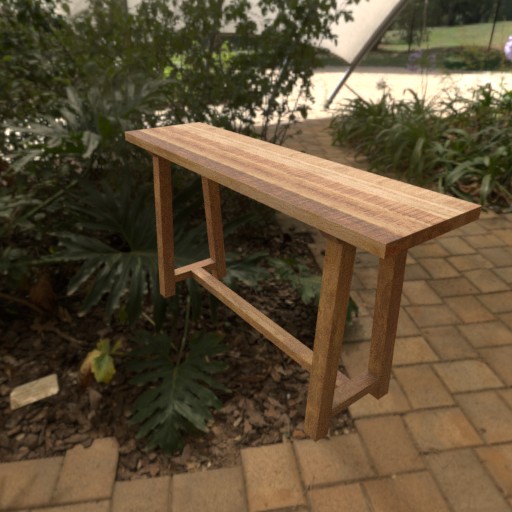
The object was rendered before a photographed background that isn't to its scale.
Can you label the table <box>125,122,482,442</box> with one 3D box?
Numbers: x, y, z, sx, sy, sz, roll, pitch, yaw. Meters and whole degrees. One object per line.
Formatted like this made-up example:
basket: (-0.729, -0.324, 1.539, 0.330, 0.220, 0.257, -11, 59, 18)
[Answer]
table: (0.000, 0.000, 1.831, 0.405, 0.810, 1.524, -19, 33, -32)
